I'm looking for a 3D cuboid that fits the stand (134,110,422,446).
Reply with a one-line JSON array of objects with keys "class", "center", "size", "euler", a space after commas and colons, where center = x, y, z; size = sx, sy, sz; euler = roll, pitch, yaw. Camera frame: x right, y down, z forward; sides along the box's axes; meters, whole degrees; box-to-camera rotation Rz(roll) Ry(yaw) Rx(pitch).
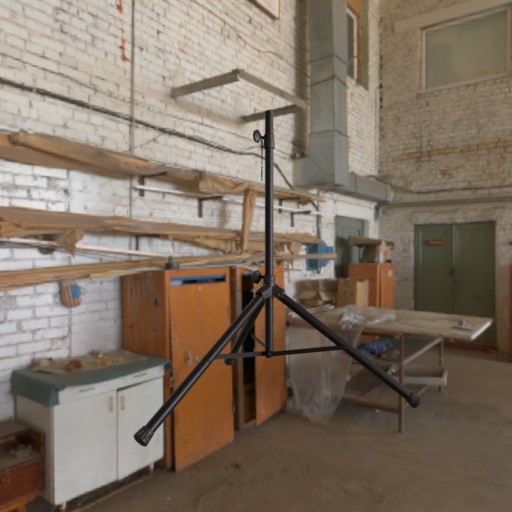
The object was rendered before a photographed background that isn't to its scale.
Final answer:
[{"class": "stand", "center": [0.000, 0.000, 1.885], "size": [1.045, 1.136, 0.907], "euler": [0, 0, -18]}]
